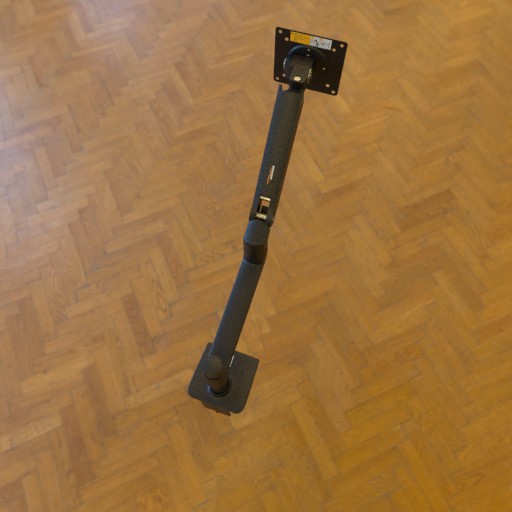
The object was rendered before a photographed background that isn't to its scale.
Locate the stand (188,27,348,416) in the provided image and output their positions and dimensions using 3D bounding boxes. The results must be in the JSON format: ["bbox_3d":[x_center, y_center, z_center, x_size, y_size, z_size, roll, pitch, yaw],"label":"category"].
[{"bbox_3d":[0.000,0.000,1.047,0.152,0.713,0.650,17,64,9],"label":"stand"}]
